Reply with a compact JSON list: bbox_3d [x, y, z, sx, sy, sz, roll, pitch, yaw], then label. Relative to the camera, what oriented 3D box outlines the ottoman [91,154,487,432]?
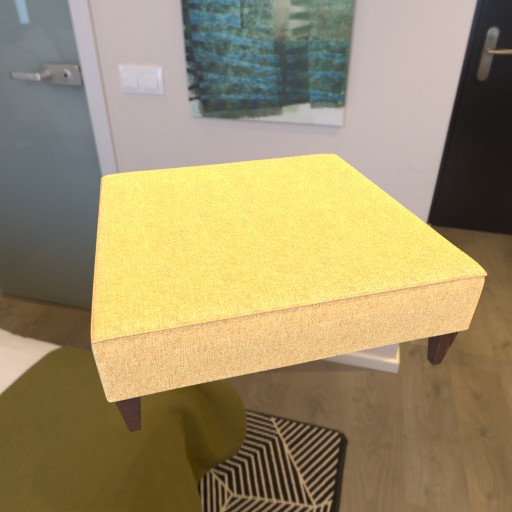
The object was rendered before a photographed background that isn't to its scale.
[{"bbox_3d":[0.000,0.000,1.490,0.981,0.378,0.970,-8,32,-13],"label":"ottoman"}]
